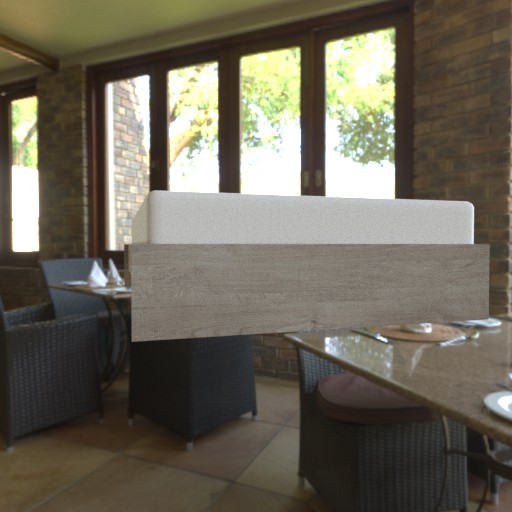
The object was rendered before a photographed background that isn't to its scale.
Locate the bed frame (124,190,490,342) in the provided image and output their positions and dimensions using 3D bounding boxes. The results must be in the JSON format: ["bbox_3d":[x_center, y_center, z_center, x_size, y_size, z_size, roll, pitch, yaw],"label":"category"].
[{"bbox_3d":[0.000,0.000,2.572,1.445,0.497,1.945,0,2,-17],"label":"bed frame"}]
